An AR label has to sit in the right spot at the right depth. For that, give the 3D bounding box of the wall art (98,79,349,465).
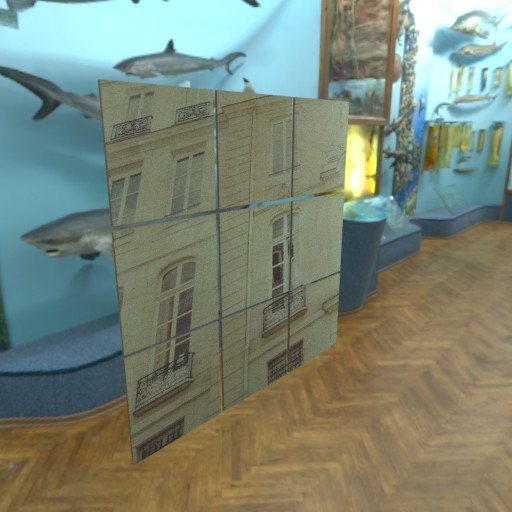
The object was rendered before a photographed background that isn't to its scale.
[{"bbox_3d":[0.000,0.000,2.208,0.023,1.522,1.526,14,21,41],"label":"wall art"}]
